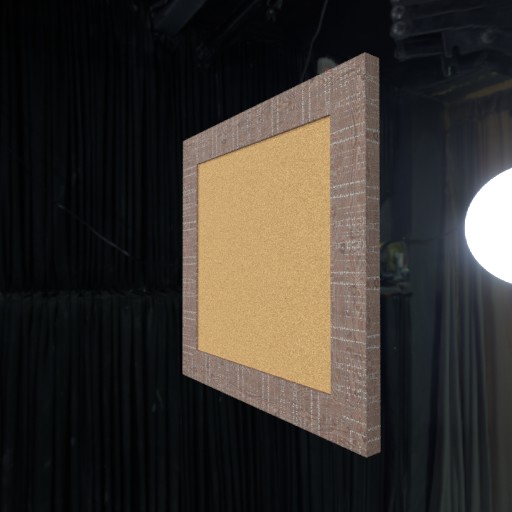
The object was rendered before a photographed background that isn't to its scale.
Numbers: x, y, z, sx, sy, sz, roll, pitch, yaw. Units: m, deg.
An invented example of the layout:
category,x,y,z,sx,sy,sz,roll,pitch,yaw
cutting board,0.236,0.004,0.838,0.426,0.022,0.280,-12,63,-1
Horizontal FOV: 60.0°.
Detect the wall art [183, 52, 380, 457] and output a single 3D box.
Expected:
category,x,y,z,sx,sy,sz,roll,pitch,yaw
wall art,0.000,0.000,0.804,0.029,0.531,0.531,1,-1,-36
